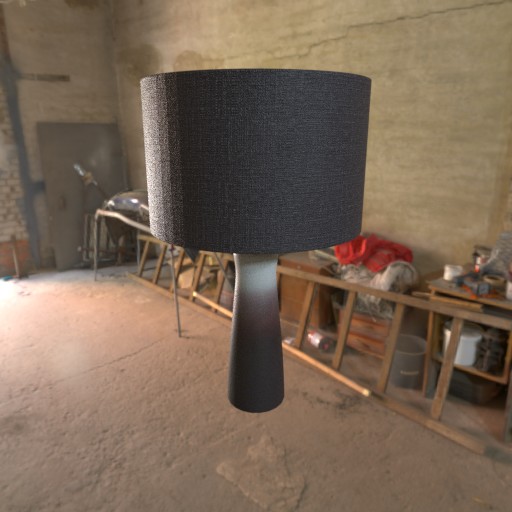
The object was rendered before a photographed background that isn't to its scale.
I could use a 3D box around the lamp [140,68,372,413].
[{"bbox_3d":[0.000,0.000,0.666,0.303,0.488,0.303,0,16,0],"label":"lamp"}]
